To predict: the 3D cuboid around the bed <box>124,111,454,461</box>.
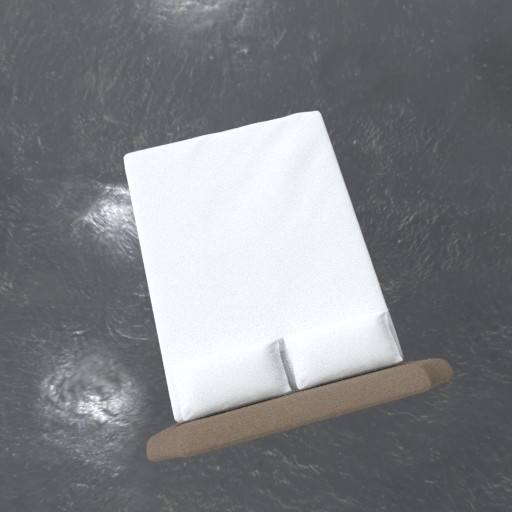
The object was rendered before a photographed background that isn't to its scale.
[{"bbox_3d":[0.000,0.000,3.031,1.693,1.290,2.116,-14,75,-4],"label":"bed"}]
